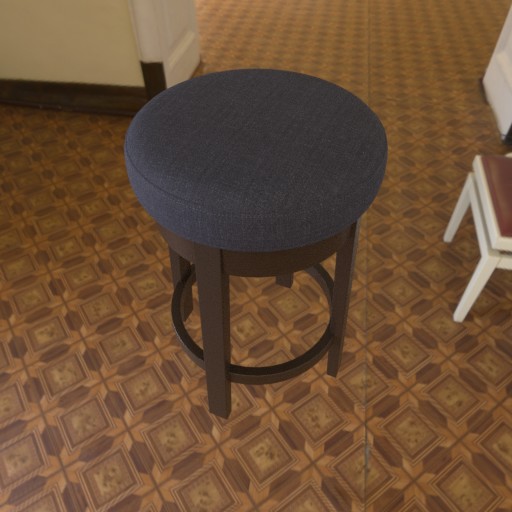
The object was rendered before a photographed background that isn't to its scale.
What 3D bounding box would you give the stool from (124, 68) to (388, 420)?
[{"bbox_3d":[0.000,0.000,0.938,0.449,0.655,0.449,0,46,0],"label":"stool"}]
